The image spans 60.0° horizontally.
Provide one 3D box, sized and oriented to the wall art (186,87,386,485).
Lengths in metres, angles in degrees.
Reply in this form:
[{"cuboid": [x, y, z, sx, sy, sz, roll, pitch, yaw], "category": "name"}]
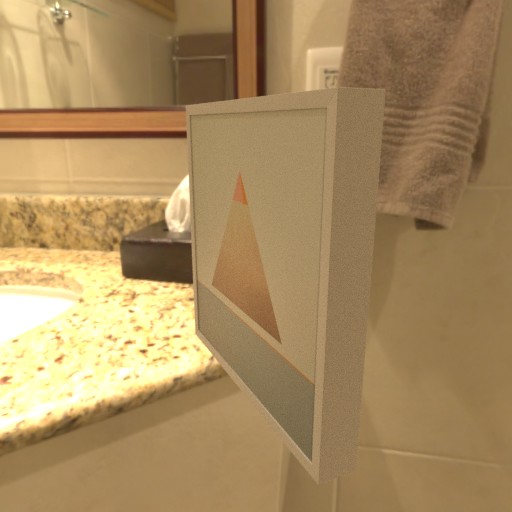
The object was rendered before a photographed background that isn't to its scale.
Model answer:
[{"cuboid": [0.000, 0.000, 0.457, 0.038, 0.304, 0.305, -8, 18, -25], "category": "wall art"}]
